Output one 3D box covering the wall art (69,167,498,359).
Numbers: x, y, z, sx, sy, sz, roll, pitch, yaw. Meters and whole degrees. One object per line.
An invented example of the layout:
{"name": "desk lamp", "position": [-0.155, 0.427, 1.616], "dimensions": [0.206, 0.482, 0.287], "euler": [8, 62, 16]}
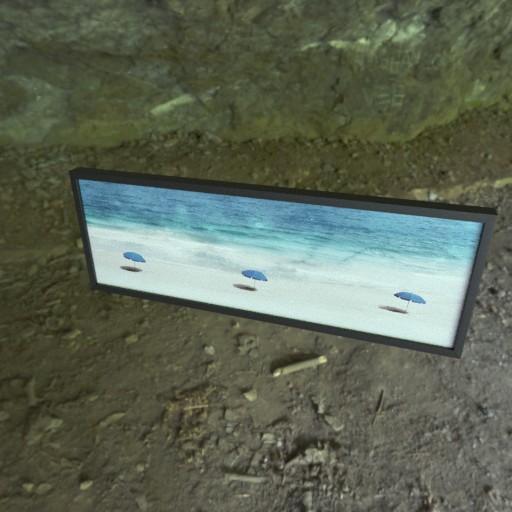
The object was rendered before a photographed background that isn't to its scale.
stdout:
{"name": "wall art", "position": [0.000, 0.000, 0.941], "dimensions": [0.860, 0.303, 0.037], "euler": [8, 28, 16]}
